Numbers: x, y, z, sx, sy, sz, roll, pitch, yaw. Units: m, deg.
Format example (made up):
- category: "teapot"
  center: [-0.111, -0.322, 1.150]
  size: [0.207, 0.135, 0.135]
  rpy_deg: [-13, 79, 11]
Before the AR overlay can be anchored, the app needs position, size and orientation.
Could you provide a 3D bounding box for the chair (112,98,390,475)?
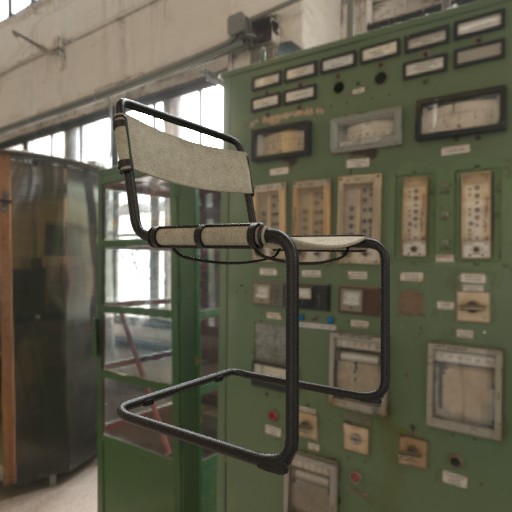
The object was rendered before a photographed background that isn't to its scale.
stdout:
- category: "chair"
  center: [0.000, 0.000, 1.068]
  size: [0.497, 0.747, 0.499]
  rpy_deg: [0, -1, 36]
